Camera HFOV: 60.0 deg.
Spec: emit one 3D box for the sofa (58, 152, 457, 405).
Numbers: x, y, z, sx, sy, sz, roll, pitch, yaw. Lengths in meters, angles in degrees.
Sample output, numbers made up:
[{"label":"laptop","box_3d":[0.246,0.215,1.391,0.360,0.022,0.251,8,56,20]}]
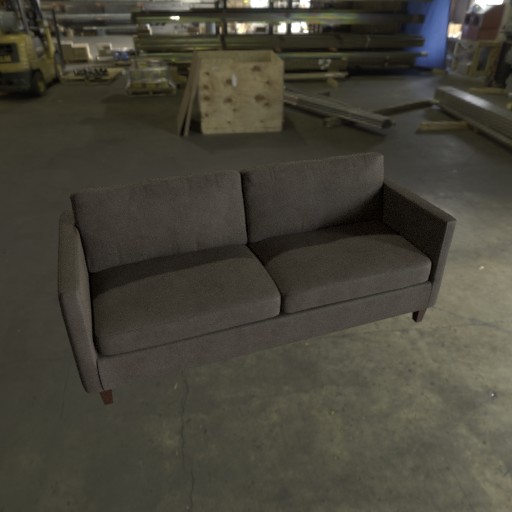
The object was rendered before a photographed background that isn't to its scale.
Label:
[{"label":"sofa","box_3d":[0.000,0.000,2.760,2.208,0.965,0.951,-11,33,-17]}]
